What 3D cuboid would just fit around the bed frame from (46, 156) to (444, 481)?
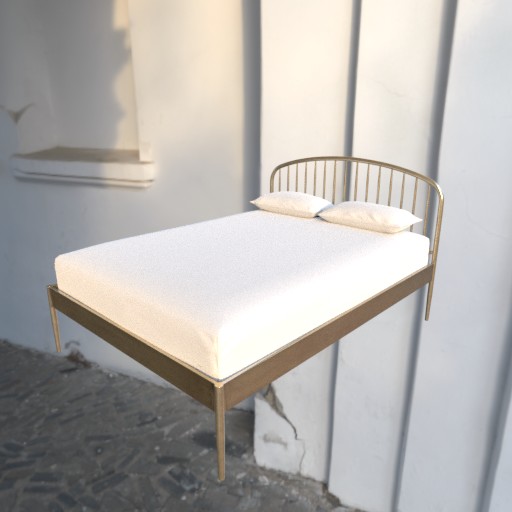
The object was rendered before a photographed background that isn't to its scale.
[{"bbox_3d":[0.000,0.000,2.974,1.612,1.175,2.152,16,23,41],"label":"bed frame"}]
